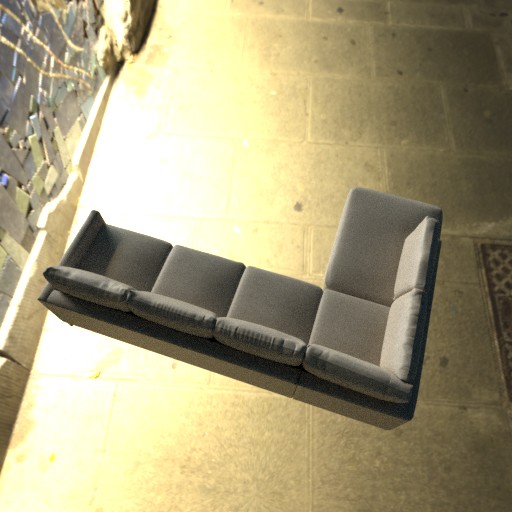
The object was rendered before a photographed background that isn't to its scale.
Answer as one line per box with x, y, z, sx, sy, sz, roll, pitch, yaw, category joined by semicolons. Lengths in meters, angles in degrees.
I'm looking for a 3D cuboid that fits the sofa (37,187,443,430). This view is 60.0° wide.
0.000;0.000;3.130;2.423;0.703;1.617;16;63;9;sofa
